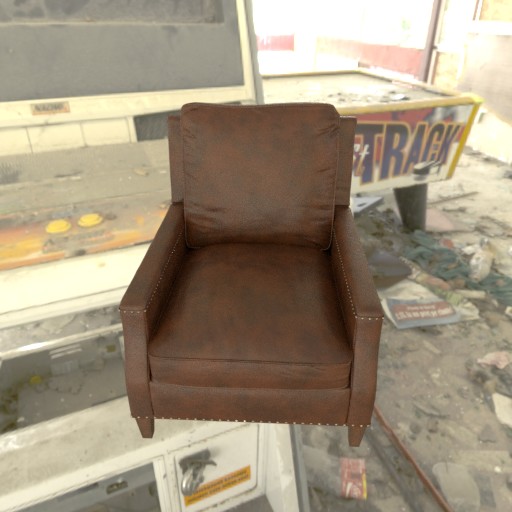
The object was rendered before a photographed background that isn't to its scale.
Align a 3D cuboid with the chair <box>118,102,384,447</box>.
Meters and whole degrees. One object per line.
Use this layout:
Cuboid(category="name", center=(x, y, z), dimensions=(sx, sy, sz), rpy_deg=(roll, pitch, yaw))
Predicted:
Cuboid(category="chair", center=(0.000, 0.000, 1.782), dimensions=(0.854, 1.054, 1.035), rpy_deg=(1, 29, 2))
